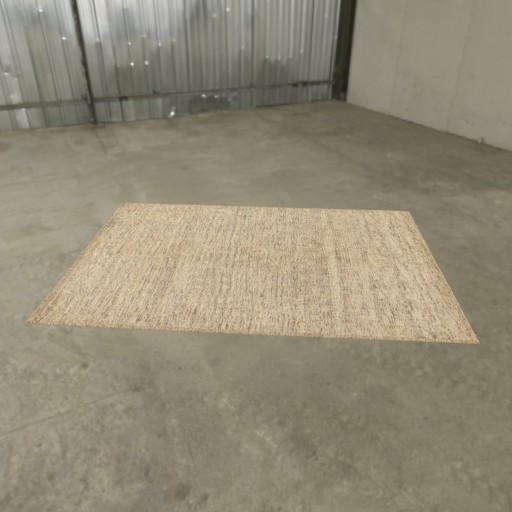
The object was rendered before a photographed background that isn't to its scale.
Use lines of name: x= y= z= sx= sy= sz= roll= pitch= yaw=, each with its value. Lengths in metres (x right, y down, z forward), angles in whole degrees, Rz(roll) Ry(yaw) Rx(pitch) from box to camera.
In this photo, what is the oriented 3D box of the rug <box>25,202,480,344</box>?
rug: x=0.000 y=0.000 z=2.291 sx=1.822 sy=0.018 sz=1.211 roll=2 pitch=31 yaw=3
